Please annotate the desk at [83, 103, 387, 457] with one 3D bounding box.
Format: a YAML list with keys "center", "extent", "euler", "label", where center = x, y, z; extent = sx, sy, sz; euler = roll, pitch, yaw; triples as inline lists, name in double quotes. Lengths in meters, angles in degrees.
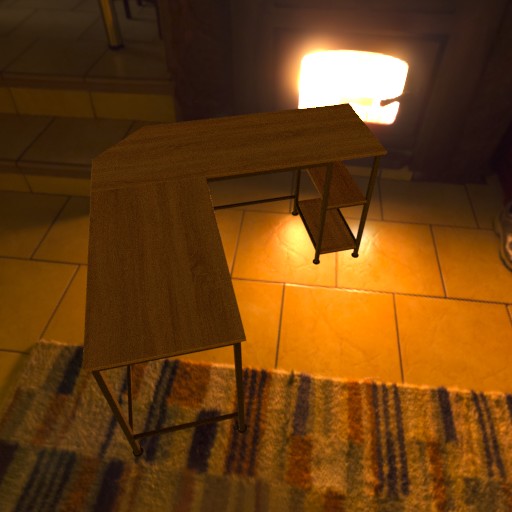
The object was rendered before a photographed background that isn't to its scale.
- center: [0.000, 0.000, 2.162]
  extent: [1.379, 0.739, 1.379]
  euler: [-9, 47, -9]
  label: "desk"
